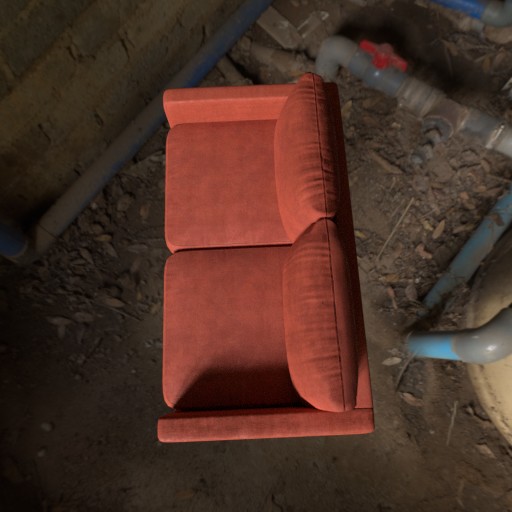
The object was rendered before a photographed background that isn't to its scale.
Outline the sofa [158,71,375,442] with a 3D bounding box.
[{"bbox_3d":[0.000,0.000,2.103,0.864,0.896,1.574,-3,75,-1],"label":"sofa"}]
